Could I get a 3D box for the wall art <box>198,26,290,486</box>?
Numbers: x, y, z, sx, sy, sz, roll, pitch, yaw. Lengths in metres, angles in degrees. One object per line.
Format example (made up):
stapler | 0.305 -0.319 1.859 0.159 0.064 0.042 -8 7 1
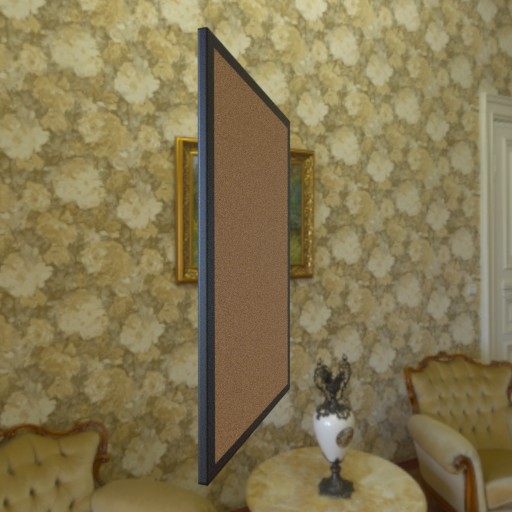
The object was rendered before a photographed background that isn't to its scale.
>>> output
wall art | 0.000 0.000 0.864 0.016 0.657 0.480 0 0 19
